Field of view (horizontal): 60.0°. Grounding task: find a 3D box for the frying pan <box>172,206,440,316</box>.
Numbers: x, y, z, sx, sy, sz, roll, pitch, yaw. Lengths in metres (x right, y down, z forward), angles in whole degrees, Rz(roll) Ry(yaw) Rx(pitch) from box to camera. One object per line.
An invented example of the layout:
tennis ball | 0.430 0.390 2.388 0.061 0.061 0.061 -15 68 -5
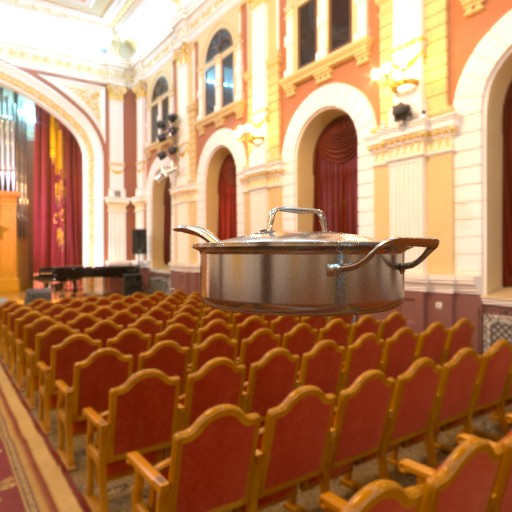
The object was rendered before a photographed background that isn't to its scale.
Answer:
frying pan | 0.000 0.000 0.581 0.245 0.111 0.492 0 0 -35
